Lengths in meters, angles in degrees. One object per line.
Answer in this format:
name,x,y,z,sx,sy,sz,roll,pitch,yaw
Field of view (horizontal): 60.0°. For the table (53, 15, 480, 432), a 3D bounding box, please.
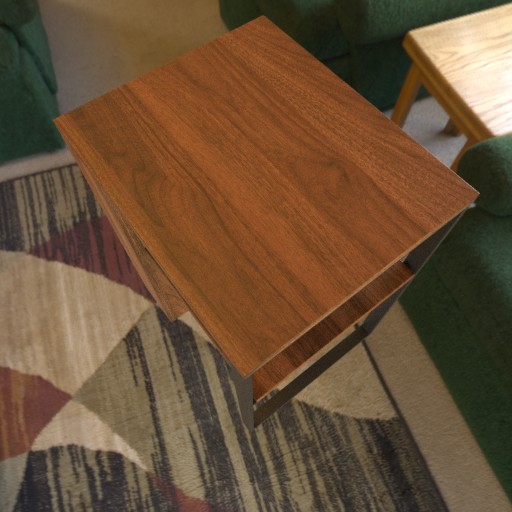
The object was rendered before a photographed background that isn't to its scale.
table,0.000,0.000,1.504,0.660,1.041,0.786,-34,68,-16
